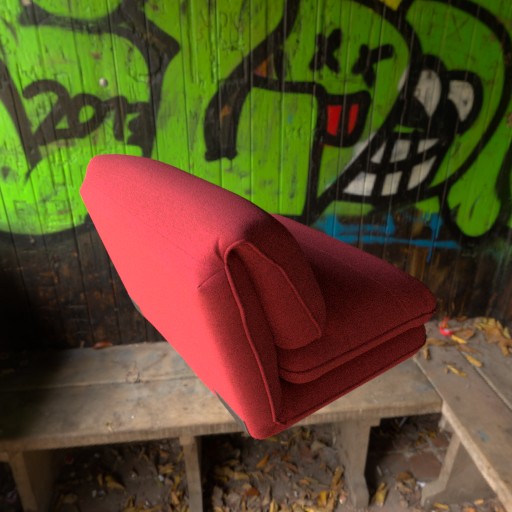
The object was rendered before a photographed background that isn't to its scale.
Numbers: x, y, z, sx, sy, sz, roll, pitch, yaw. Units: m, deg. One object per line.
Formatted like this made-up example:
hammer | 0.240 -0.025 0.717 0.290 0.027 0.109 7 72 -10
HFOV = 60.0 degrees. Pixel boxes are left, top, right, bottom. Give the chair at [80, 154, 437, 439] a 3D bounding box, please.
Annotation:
chair | 0.000 0.000 1.340 0.780 0.580 0.820 -17 30 -32
